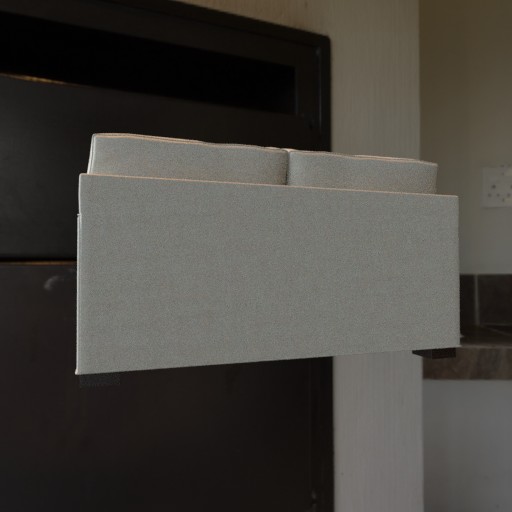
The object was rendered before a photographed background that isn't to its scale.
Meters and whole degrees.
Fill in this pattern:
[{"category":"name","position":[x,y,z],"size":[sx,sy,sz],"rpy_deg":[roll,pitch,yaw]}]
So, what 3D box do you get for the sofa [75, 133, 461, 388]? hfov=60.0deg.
[{"category":"sofa","position":[0.000,0.000,2.048],"size":[1.484,0.853,0.942],"rpy_deg":[0,-1,-18]}]
